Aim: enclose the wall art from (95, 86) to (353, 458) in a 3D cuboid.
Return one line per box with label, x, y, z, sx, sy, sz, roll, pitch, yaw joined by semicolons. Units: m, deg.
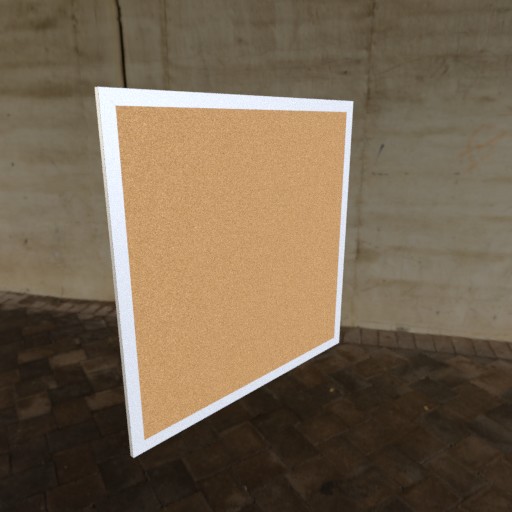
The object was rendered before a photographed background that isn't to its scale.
wall art;0.000;0.000;1.194;0.812;0.813;0.013;-16;23;-42
